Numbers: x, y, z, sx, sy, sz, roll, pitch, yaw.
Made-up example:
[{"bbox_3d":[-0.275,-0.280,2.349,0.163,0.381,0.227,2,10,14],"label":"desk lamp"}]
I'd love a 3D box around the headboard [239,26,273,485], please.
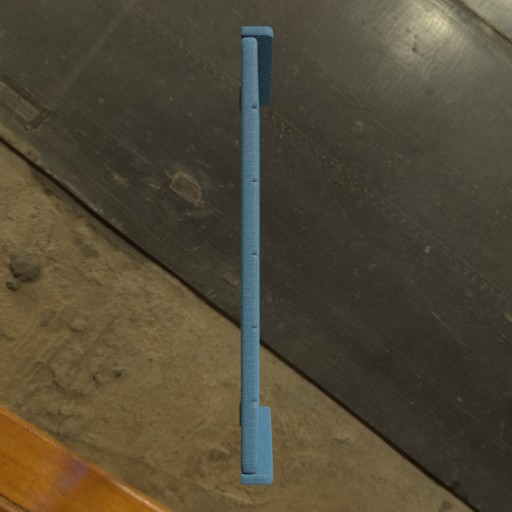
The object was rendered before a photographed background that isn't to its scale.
[{"bbox_3d":[0.000,0.000,2.740,0.184,1.524,2.051,0,90,1],"label":"headboard"}]
